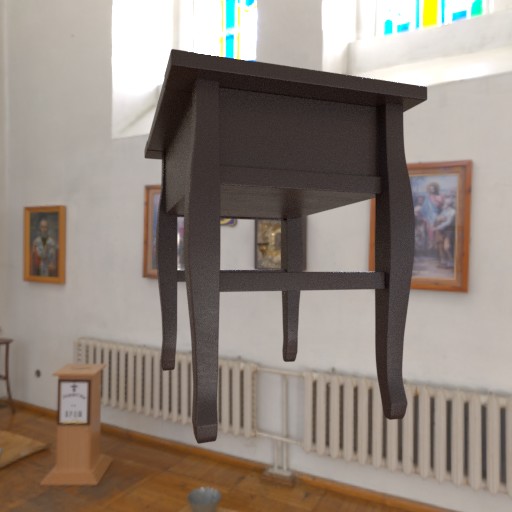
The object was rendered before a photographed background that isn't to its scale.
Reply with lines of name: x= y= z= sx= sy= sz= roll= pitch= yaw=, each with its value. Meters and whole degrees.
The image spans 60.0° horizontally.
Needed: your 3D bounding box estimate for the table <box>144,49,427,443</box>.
table: x=0.000 y=0.000 z=1.011 sx=0.460 sy=0.605 sz=0.602 roll=0 pitch=-1 yaw=-18
